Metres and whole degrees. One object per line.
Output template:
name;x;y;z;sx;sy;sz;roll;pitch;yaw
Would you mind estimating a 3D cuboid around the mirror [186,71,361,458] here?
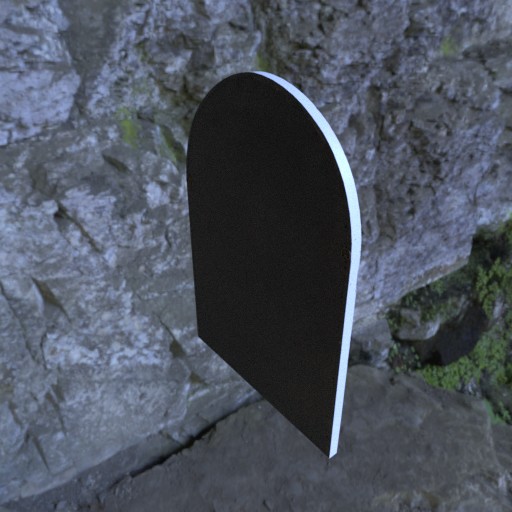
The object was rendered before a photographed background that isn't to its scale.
mirror;0.000;0.000;1.195;0.032;0.920;0.660;-19;33;-33
